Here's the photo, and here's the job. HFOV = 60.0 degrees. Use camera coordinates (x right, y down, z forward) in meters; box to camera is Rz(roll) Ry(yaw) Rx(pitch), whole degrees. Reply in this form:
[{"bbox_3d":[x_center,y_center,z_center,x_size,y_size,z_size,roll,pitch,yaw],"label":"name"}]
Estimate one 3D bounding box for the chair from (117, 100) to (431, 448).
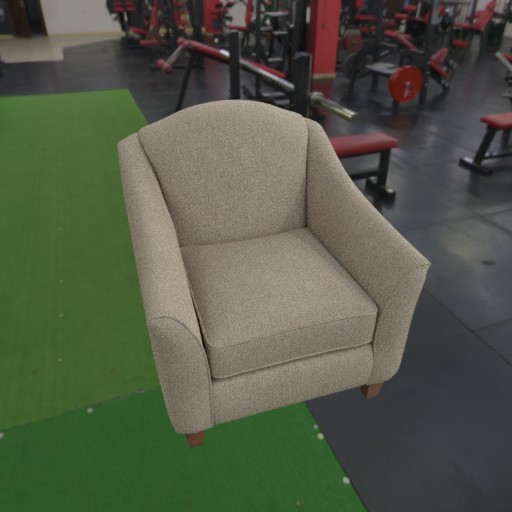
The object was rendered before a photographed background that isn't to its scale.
[{"bbox_3d":[0.000,0.000,1.461,0.763,0.839,0.787,-10,34,-15],"label":"chair"}]
